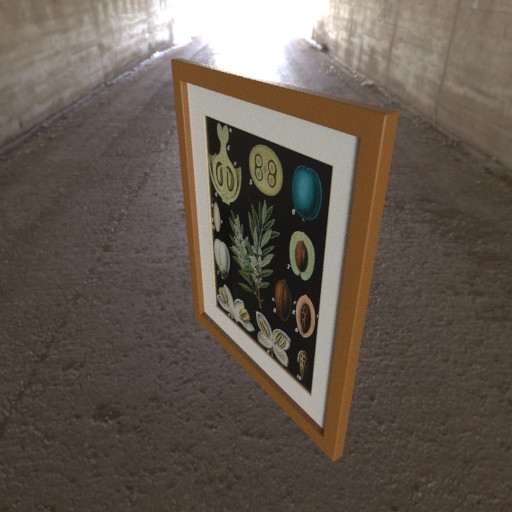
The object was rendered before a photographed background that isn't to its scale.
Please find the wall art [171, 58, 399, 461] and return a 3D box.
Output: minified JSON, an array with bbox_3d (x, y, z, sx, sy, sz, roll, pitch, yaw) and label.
[{"bbox_3d":[0.000,0.000,0.728,0.021,0.550,0.449,-21,37,-30],"label":"wall art"}]
